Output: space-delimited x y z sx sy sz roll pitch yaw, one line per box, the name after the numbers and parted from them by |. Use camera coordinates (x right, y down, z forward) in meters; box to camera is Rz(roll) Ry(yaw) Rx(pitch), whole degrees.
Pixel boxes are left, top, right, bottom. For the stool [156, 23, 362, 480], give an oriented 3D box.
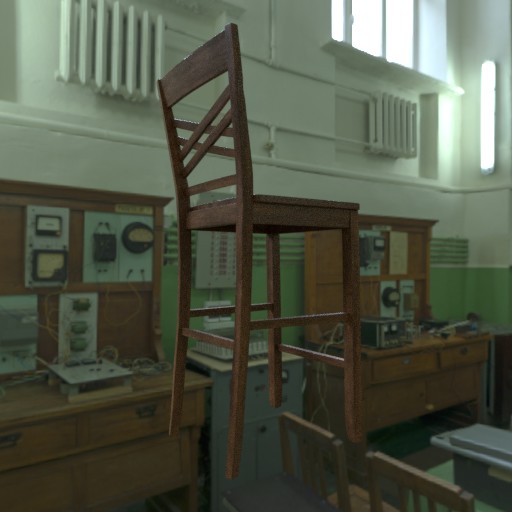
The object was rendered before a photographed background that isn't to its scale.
0.000 0.000 1.353 0.487 1.105 0.433 0 -1 -36 | stool
